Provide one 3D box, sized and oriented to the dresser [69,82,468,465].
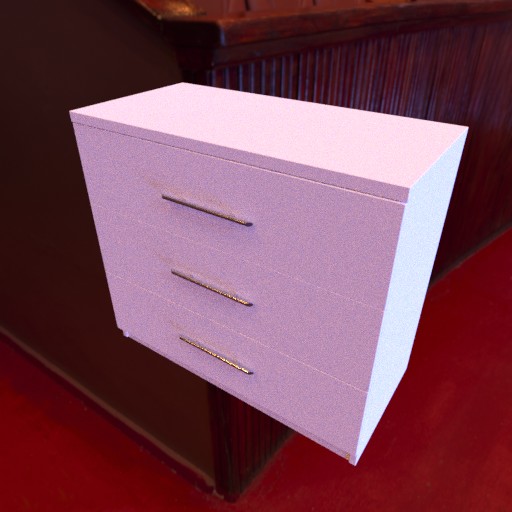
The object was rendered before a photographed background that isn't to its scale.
[{"bbox_3d":[0.000,0.000,1.210,0.830,0.740,0.420,20,38,28],"label":"dresser"}]
